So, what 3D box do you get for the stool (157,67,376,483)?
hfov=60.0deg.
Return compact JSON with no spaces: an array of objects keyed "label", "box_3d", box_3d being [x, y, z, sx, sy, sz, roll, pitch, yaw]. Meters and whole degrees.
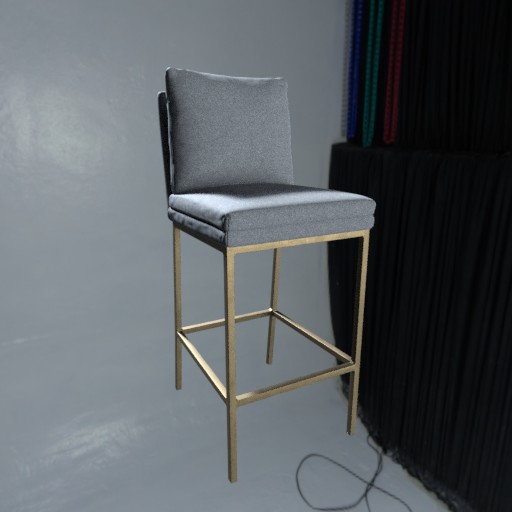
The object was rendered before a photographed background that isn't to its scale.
[{"label":"stool","box_3d":[0.000,0.000,1.413,0.463,1.130,0.569,-8,18,-27]}]
